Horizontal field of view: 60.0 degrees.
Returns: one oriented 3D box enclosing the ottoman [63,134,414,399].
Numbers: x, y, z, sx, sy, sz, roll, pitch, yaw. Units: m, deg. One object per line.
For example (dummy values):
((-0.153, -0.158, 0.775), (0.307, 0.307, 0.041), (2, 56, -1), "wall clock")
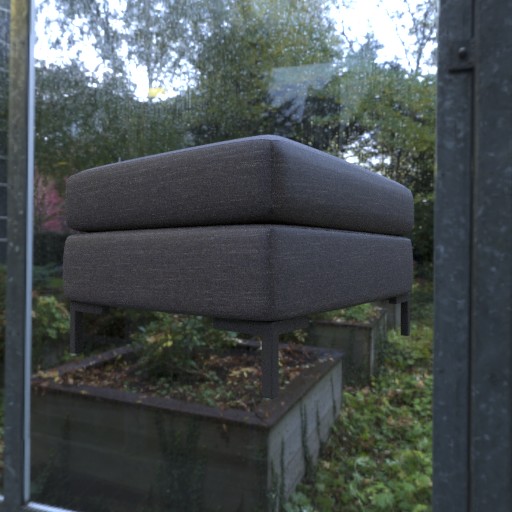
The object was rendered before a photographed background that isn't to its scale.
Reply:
((0.000, 0.000, 1.252), (0.671, 0.490, 0.820), (0, 0, 36), "ottoman")
